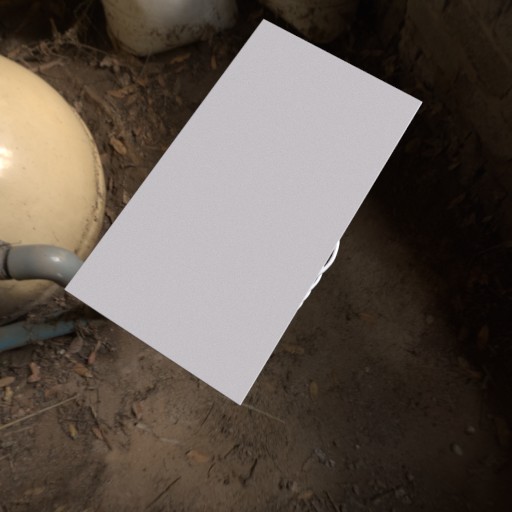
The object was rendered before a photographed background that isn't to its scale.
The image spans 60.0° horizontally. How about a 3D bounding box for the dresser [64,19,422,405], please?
[{"bbox_3d":[0.000,0.000,1.363,0.401,1.021,0.704,31,78,7],"label":"dresser"}]
